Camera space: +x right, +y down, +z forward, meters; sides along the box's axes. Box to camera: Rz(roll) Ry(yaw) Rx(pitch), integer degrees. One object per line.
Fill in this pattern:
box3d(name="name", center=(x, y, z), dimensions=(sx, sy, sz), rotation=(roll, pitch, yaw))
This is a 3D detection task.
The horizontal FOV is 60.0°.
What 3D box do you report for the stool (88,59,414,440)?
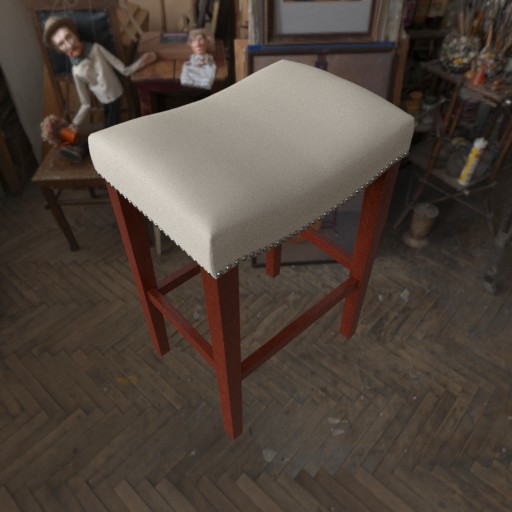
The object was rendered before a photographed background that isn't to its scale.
box3d(name="stool", center=(0.000, 0.000, 1.059), dimensions=(0.504, 0.742, 0.372), rotation=(-33, 55, -28))
